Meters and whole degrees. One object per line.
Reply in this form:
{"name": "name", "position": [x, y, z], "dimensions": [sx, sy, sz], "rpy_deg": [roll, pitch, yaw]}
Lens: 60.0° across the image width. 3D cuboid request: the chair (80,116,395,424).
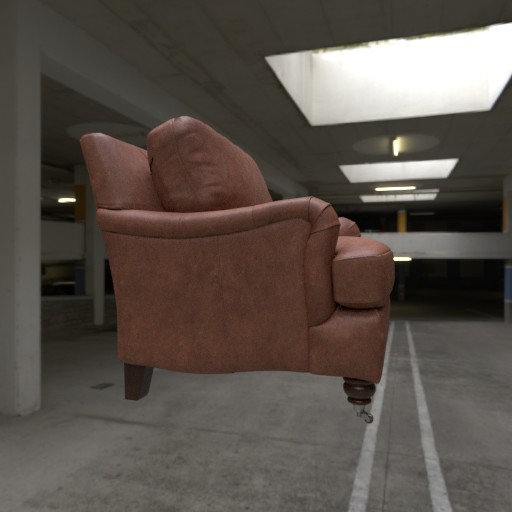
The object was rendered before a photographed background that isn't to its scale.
{"name": "chair", "position": [0.000, 0.000, 1.937], "dimensions": [1.158, 1.055, 0.986], "rpy_deg": [0, 0, 18]}
